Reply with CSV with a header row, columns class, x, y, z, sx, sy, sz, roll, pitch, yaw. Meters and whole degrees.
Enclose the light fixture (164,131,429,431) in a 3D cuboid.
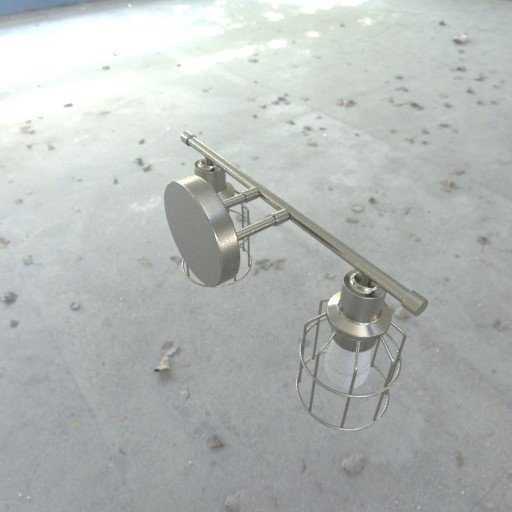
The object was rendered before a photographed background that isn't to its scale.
class,x,y,z,sx,sy,sz,roll,pitch,yaw
light fixture,0.000,0.000,0.535,0.165,0.254,0.406,-26,47,-27
